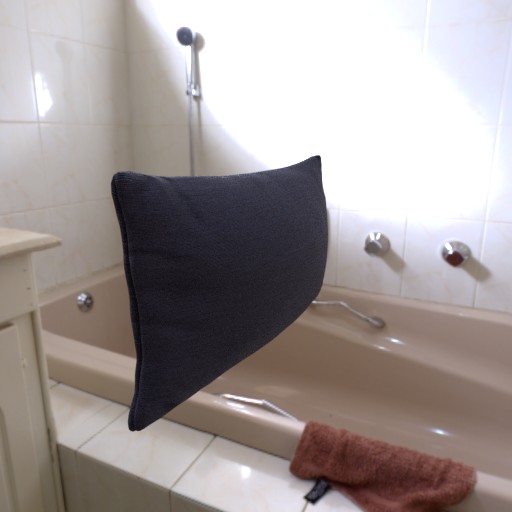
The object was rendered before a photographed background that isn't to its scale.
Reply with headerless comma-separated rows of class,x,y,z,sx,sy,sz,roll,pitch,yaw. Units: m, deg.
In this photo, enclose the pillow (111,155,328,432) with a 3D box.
pillow,0.000,0.000,0.799,0.210,0.338,0.633,8,17,28
